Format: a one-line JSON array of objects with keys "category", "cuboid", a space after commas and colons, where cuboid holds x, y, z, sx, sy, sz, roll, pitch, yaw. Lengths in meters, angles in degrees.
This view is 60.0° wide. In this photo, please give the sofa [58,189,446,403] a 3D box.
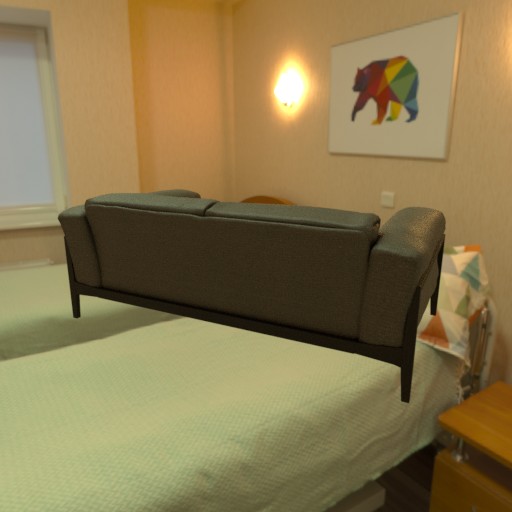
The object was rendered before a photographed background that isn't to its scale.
[{"category": "sofa", "cuboid": [0.000, 0.000, 2.222, 1.690, 0.656, 0.960, 8, 17, 26]}]
